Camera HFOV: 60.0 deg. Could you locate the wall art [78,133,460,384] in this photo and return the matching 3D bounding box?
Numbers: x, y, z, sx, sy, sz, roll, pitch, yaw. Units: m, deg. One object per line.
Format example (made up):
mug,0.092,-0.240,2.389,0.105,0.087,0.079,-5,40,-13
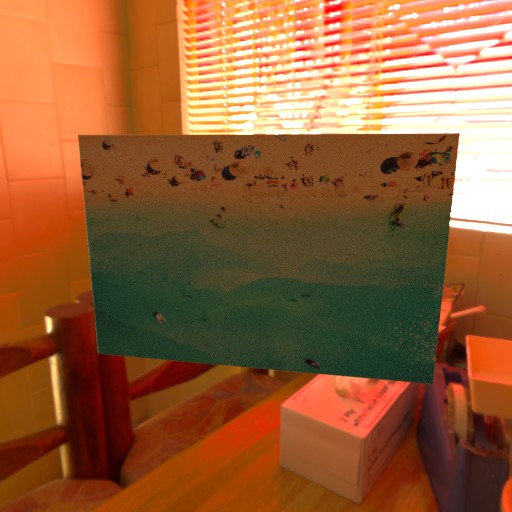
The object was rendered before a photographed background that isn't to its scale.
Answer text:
wall art,0.000,0.000,0.764,0.609,0.406,0.039,3,14,10
